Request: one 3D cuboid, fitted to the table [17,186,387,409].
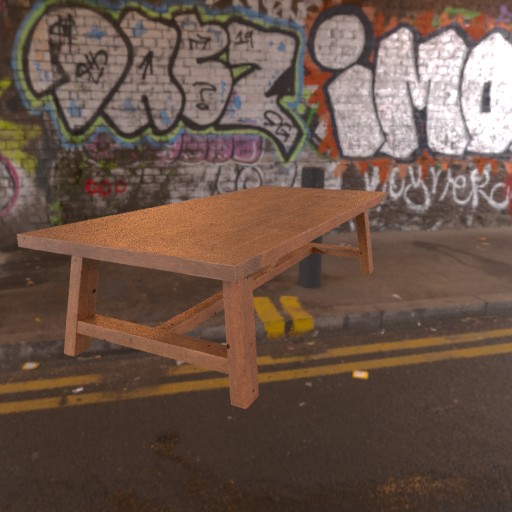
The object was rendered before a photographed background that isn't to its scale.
[{"bbox_3d":[0.000,0.000,2.089,0.820,0.465,1.800,7,16,26],"label":"table"}]
